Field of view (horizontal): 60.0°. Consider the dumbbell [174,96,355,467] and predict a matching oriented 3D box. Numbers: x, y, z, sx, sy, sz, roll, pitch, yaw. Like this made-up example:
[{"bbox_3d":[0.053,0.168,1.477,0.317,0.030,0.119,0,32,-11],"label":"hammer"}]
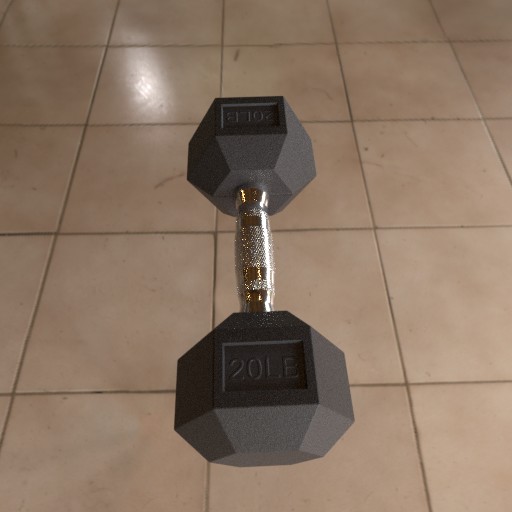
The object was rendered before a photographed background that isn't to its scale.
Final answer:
[{"bbox_3d":[0.000,0.000,0.352,0.116,0.101,0.297,-2,58,-1],"label":"dumbbell"}]
